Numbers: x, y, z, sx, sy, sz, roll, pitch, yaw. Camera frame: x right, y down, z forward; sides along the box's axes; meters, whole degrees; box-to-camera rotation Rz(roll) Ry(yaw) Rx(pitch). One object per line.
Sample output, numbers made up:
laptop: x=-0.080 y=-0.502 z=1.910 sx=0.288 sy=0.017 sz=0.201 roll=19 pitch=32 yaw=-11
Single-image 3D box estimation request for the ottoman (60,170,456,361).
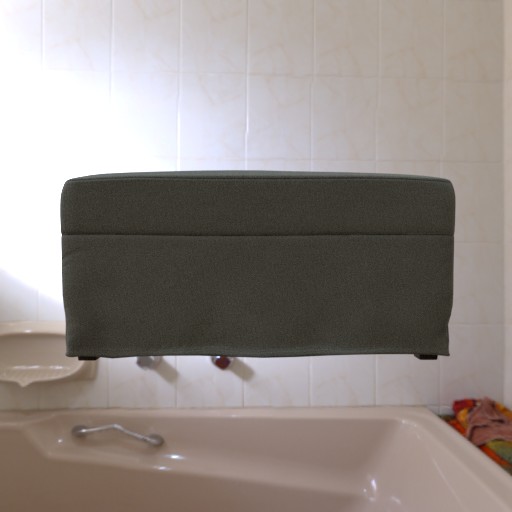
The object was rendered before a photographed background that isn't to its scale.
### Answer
ottoman: x=0.000 y=0.000 z=1.319 sx=0.843 sy=0.441 sz=0.842 roll=0 pitch=0 yaw=0
